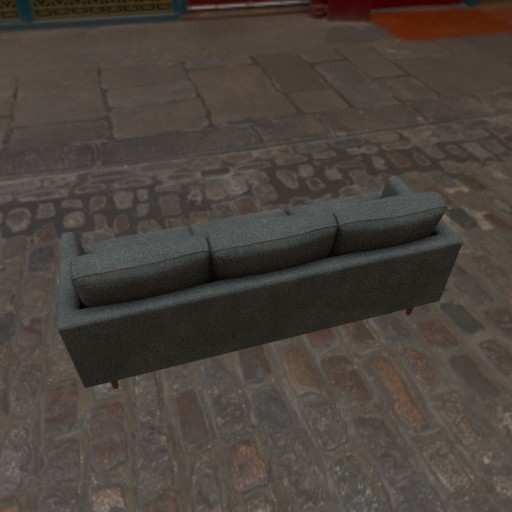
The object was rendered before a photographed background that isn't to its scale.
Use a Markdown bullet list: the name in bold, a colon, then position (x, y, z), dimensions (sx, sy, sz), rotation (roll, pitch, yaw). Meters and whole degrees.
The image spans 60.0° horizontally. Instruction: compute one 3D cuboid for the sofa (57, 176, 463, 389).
- **sofa**: position (0.000, 0.000, 2.754), dimensions (2.246, 0.930, 0.903), rotation (-11, 43, -13)
